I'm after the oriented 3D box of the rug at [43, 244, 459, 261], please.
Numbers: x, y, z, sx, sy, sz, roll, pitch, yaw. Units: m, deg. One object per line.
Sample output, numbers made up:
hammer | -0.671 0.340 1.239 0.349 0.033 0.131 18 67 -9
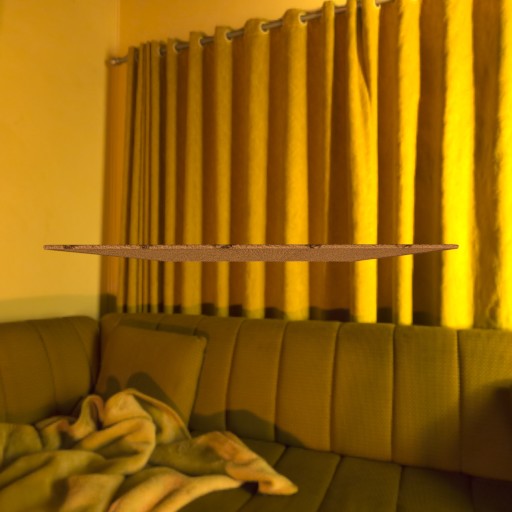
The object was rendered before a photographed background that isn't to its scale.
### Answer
rug | 0.000 0.000 4.089 2.438 0.029 3.047 0 -2 2
